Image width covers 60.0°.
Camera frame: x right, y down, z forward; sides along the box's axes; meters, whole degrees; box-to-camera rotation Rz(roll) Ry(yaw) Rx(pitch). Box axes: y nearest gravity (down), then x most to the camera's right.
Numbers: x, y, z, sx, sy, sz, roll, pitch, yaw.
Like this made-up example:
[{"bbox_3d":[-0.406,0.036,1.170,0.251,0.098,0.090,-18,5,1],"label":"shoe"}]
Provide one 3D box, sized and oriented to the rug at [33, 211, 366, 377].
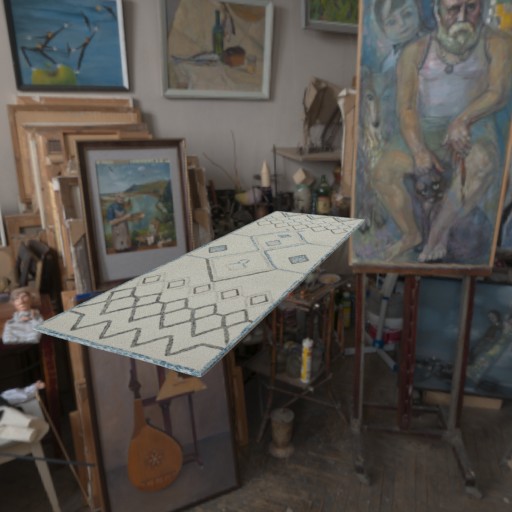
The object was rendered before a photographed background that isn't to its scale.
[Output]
[{"bbox_3d":[0.000,0.000,2.605,0.770,0.013,2.434,8,19,24],"label":"rug"}]
